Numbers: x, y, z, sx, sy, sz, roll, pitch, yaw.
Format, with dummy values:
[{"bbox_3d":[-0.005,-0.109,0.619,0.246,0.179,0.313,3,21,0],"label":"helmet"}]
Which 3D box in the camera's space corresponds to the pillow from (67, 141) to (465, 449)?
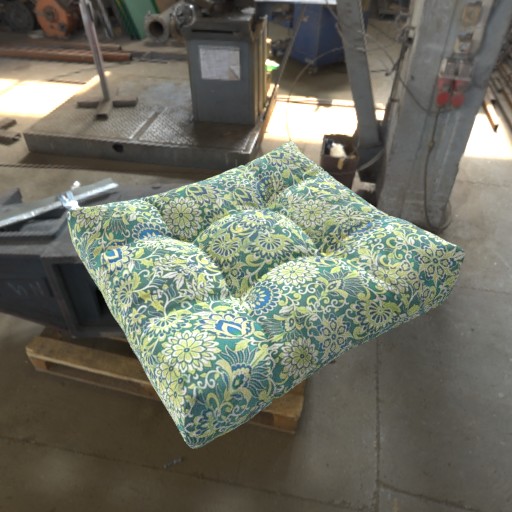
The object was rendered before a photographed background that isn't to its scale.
[{"bbox_3d":[0.000,0.000,0.739,0.490,0.128,0.468,-23,46,-25],"label":"pillow"}]
